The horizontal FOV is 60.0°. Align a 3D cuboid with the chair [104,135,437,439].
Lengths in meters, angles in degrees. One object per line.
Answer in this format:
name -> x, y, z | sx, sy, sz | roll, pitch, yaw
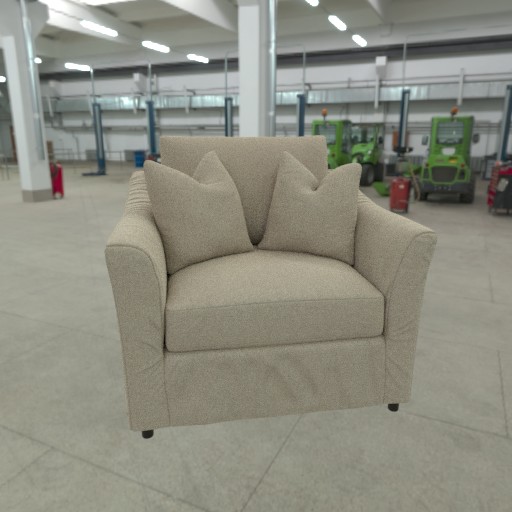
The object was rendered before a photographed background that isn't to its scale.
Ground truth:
chair -> 0.000, 0.000, 2.072 | 1.194, 1.093, 1.071 | -3, 15, -9
